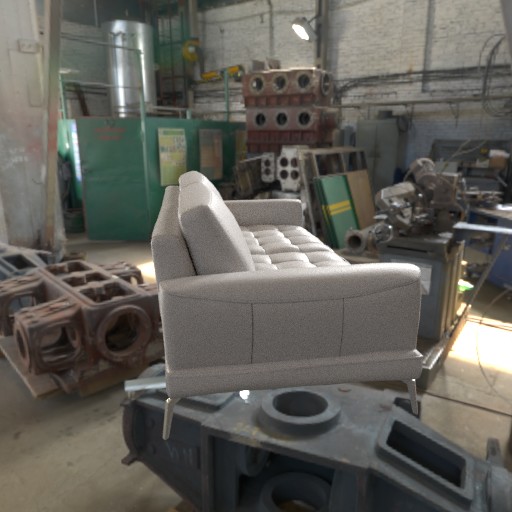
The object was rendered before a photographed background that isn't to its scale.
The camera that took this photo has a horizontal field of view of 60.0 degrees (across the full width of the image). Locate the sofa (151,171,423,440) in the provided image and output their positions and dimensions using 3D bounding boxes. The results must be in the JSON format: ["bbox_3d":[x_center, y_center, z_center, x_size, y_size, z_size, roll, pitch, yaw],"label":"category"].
[{"bbox_3d":[0.000,0.000,2.743,1.121,0.930,2.177,-2,16,-9],"label":"sofa"}]
